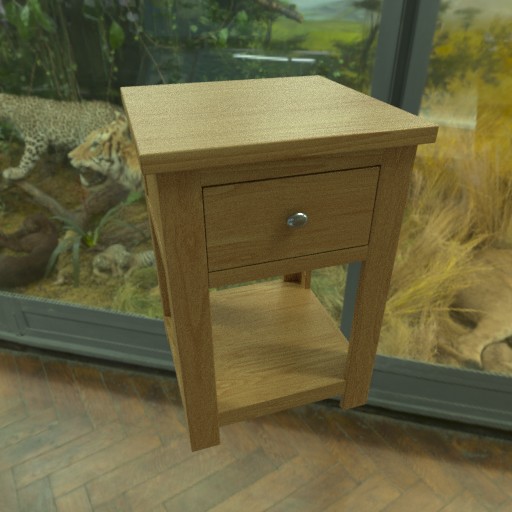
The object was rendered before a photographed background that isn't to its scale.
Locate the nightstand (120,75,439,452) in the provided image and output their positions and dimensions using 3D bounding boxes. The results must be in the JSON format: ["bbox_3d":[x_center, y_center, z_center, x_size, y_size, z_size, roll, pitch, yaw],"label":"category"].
[{"bbox_3d":[0.000,0.000,0.918,0.428,0.614,0.418,-10,33,-15],"label":"nightstand"}]
